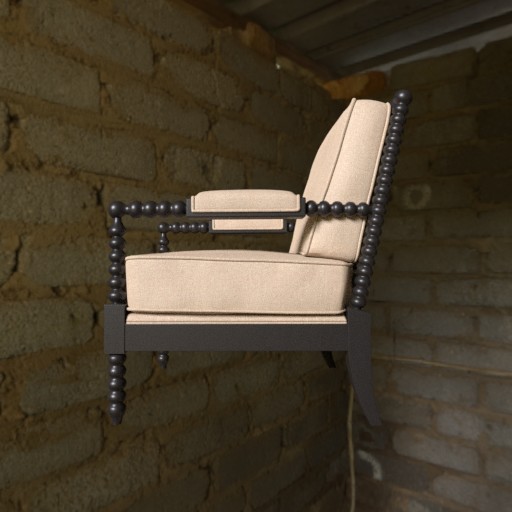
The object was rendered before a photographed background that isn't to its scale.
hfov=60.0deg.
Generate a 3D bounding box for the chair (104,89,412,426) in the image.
[{"bbox_3d":[0.000,0.000,1.173,0.657,0.703,0.555,0,-1,-1],"label":"chair"}]
